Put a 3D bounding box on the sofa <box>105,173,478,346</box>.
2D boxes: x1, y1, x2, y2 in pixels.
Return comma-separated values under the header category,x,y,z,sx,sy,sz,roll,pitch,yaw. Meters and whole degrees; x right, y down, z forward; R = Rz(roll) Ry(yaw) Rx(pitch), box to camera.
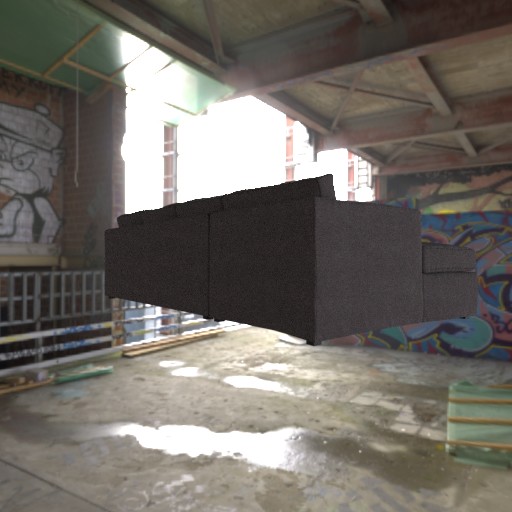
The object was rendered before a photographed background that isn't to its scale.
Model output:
category,x,y,z,sx,sy,sz,roll,pitch,yaw
sofa,0.000,0.000,3.920,1.650,0.922,3.205,0,0,-37
